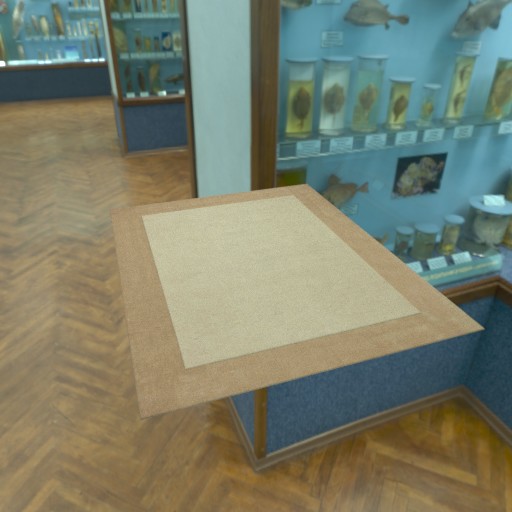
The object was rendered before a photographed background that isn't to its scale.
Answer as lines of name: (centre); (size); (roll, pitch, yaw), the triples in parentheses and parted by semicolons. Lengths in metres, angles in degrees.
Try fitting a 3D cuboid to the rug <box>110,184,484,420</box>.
rug: (0.000, 0.000, 4.099); (2.438, 0.014, 3.048); (-10, 32, -16)
